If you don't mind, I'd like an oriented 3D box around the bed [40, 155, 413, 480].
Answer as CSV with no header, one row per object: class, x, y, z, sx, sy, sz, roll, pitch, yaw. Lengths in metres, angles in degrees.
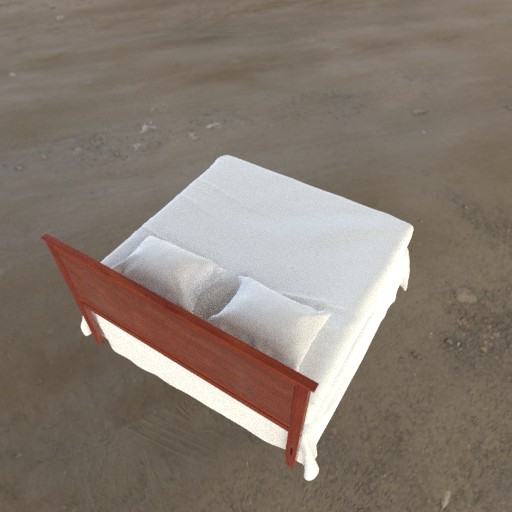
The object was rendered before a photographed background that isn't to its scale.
bed,0.000,0.000,3.633,2.314,1.271,2.219,25,52,21
